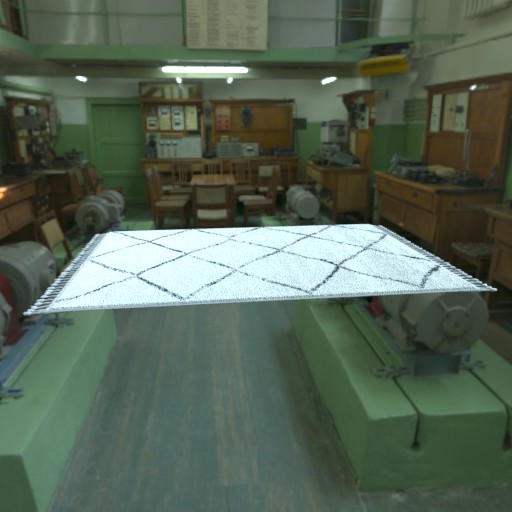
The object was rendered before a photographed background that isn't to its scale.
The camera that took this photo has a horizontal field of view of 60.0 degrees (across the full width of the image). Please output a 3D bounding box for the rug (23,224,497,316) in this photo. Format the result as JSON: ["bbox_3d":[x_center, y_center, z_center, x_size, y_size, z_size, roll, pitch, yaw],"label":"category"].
[{"bbox_3d":[0.000,0.000,2.838,2.307,0.031,1.494,-2,17,-7],"label":"rug"}]
